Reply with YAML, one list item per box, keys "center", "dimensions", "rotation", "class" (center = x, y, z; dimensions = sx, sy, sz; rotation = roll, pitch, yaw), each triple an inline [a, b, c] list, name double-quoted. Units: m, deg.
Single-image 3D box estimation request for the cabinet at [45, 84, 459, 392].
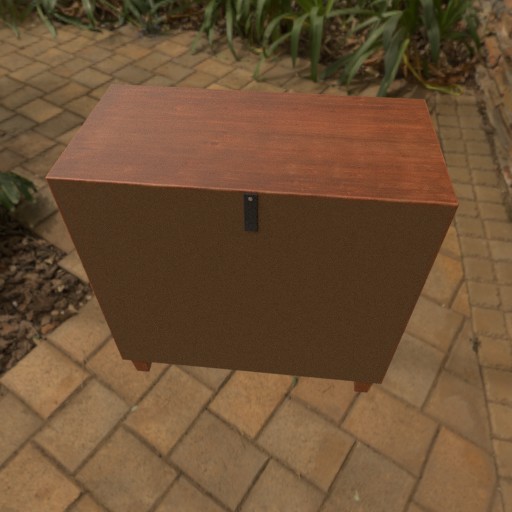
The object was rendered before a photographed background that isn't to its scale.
- center: [0.000, 0.000, 1.266]
  dimensions: [0.796, 0.785, 0.412]
  rotation: [4, 47, 4]
  class: "cabinet"
